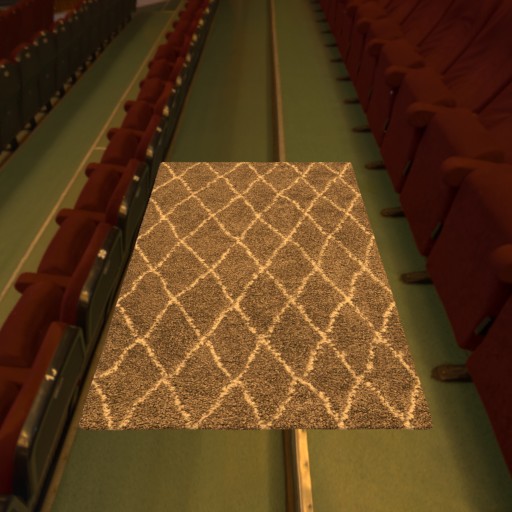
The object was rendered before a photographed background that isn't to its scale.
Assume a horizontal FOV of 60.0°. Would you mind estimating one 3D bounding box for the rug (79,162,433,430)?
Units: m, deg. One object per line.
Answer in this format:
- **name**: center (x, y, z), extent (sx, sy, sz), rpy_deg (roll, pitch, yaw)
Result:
- **rug**: center (0.000, 0.000, 2.178), extent (1.219, 0.030, 1.778), rpy_deg (0, 42, 0)
